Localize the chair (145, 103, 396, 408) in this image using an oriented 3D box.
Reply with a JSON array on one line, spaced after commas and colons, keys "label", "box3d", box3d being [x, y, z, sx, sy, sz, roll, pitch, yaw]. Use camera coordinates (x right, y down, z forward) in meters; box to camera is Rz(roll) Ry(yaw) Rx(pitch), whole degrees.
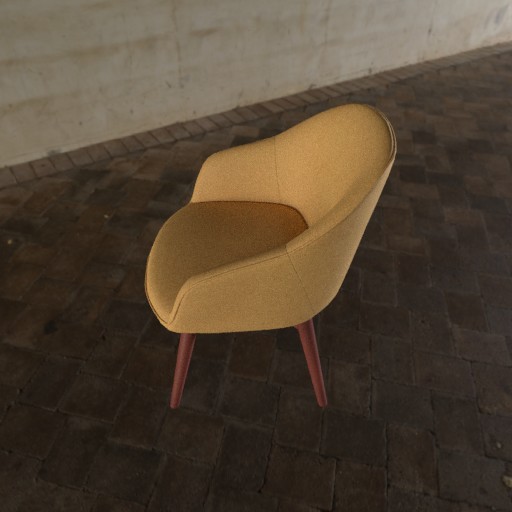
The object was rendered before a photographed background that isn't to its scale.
[{"label": "chair", "box3d": [0.000, 0.000, 1.302, 0.635, 0.823, 0.596, 0, 40, -1]}]
